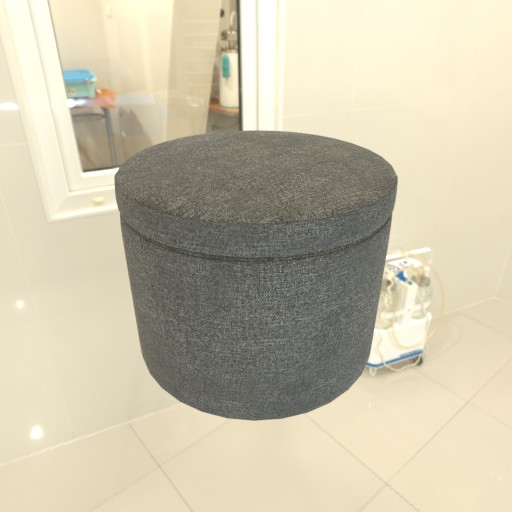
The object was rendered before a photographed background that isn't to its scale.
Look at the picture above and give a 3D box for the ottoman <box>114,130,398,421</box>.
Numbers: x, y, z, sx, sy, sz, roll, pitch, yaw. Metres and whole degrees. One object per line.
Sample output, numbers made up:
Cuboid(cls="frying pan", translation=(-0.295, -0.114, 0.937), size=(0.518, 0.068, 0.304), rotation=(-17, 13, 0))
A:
Cuboid(cls="ottoman", translation=(0.000, 0.000, 0.895), size=(0.500, 0.419, 0.500), rotation=(0, 29, 0))
